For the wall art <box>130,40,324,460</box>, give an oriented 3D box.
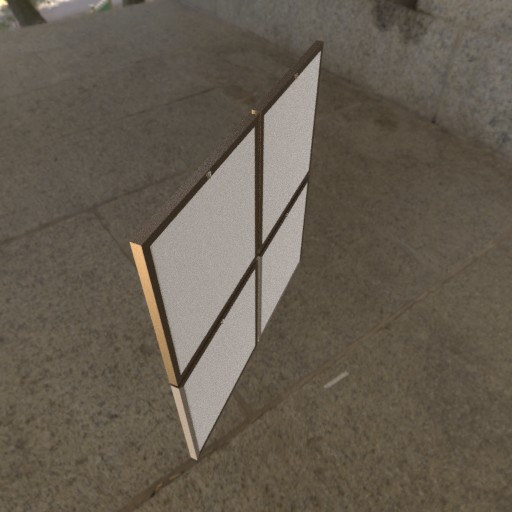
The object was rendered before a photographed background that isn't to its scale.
[{"bbox_3d":[0.000,0.000,1.479,0.030,1.032,1.032,18,48,17],"label":"wall art"}]
